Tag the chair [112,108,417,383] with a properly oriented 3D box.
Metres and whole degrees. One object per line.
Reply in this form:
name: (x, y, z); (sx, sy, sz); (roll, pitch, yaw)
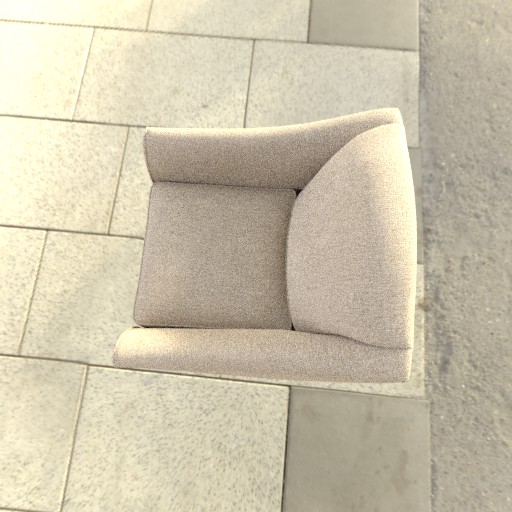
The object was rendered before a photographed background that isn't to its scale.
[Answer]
chair: (0.000, 0.000, 1.442); (0.787, 0.839, 0.763); (3, 74, 1)
